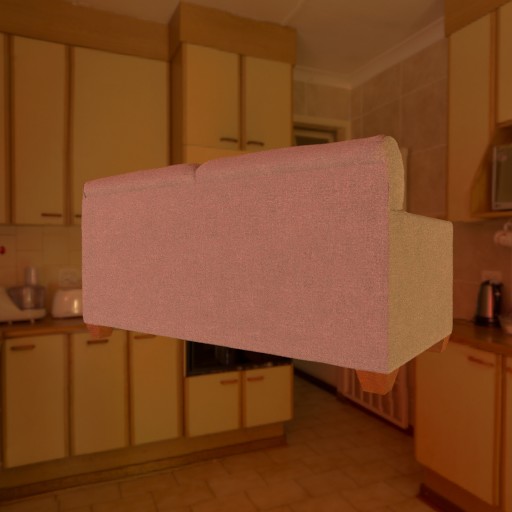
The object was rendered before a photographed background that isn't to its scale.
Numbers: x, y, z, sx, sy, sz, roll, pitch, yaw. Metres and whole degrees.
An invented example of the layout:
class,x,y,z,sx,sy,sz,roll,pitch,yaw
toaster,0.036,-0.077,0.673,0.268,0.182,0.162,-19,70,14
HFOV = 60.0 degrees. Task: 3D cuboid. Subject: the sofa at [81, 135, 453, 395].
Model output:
class,x,y,z,sx,sy,sz,roll,pitch,yaw
sofa,0.000,0.000,2.441,1.846,0.958,1.000,1,1,36
